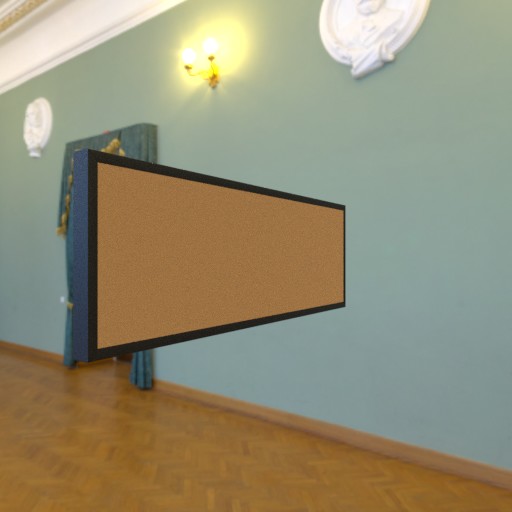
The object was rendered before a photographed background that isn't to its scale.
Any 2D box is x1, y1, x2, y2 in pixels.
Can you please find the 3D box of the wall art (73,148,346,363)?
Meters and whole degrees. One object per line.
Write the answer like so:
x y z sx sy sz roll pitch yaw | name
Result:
0.000 0.000 0.984 0.037 0.303 0.860 0 0 36 | wall art
